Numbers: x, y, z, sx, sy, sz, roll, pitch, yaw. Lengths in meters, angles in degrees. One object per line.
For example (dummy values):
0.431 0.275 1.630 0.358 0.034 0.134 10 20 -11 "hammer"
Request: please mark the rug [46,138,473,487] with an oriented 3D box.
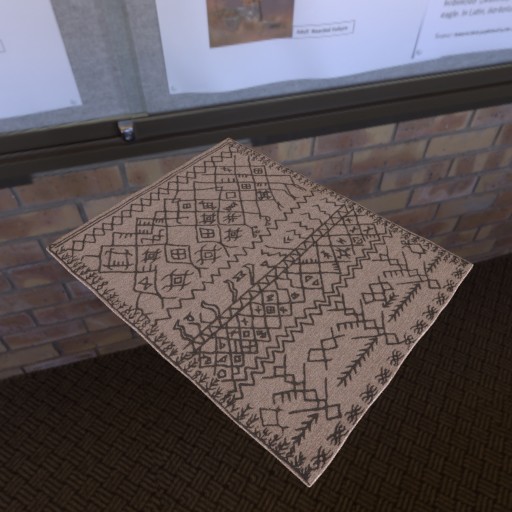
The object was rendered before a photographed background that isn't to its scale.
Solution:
0.000 0.000 3.215 2.455 0.025 1.964 33 56 27 "rug"
